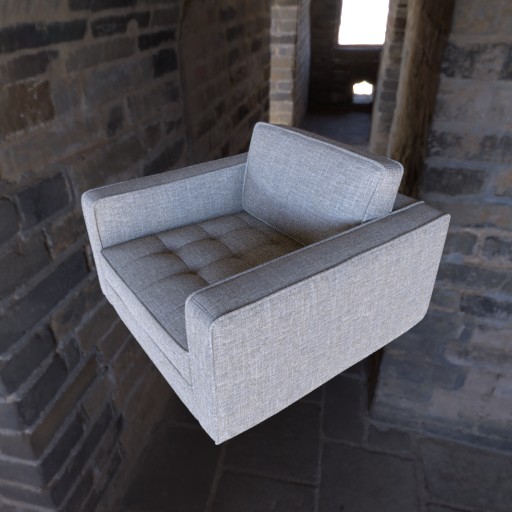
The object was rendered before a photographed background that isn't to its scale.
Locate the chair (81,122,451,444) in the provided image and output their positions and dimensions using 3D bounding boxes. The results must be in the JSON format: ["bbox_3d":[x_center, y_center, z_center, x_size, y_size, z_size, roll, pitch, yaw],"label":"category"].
[{"bbox_3d":[0.000,0.000,1.564,0.914,0.765,0.889,-21,37,-30],"label":"chair"}]
